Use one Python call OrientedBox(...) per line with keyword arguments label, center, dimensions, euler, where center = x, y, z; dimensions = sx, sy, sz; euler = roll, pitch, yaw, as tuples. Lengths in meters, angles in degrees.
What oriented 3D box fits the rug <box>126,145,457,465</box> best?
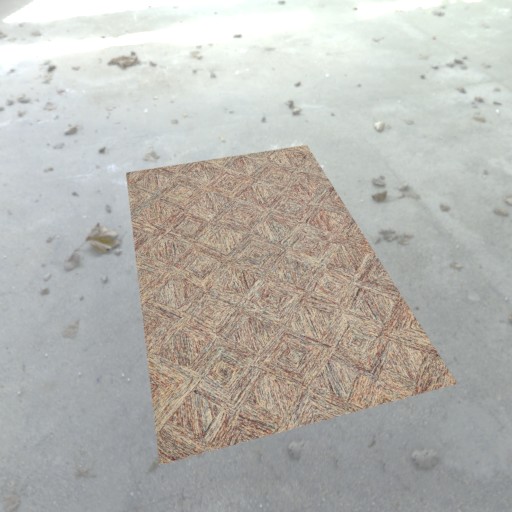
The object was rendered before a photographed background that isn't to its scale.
OrientedBox(label="rug", center=(0.000, 0.000, 2.899), dimensions=(1.523, 0.019, 2.285), euler=(-11, 48, -10))
